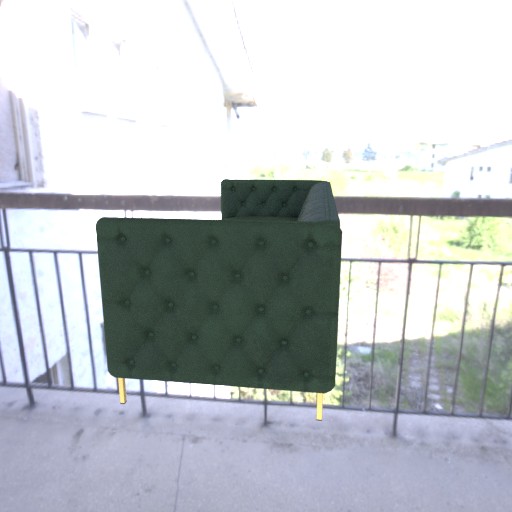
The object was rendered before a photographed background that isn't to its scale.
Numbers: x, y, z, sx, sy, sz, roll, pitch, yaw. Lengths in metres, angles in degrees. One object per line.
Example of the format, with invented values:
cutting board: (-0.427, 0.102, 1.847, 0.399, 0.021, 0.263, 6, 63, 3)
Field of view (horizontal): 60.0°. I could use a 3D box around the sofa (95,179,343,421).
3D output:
sofa: (0.000, 0.000, 2.649, 0.895, 0.771, 2.209, 2, 14, 8)
